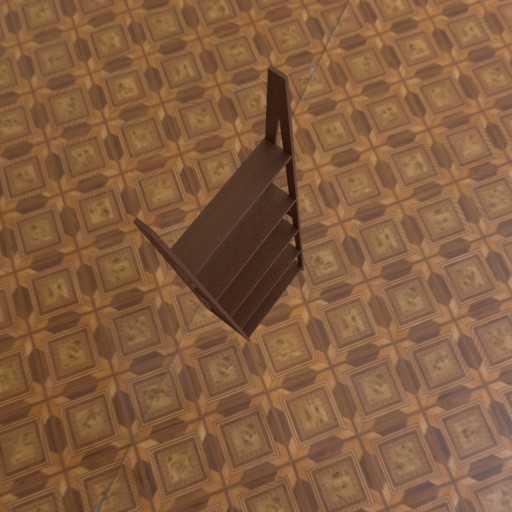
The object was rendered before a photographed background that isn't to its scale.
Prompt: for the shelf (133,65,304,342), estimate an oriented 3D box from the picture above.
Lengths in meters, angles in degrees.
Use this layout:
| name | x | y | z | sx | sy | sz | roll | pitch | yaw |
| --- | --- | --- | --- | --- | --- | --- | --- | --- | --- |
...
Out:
| name | x | y | z | sx | sy | sz | roll | pitch | yaw |
| --- | --- | --- | --- | --- | --- | --- | --- | --- | --- |
| shelf | 0.000 | 0.000 | 2.040 | 0.350 | 1.770 | 0.600 | 37 | 79 | 8 |
